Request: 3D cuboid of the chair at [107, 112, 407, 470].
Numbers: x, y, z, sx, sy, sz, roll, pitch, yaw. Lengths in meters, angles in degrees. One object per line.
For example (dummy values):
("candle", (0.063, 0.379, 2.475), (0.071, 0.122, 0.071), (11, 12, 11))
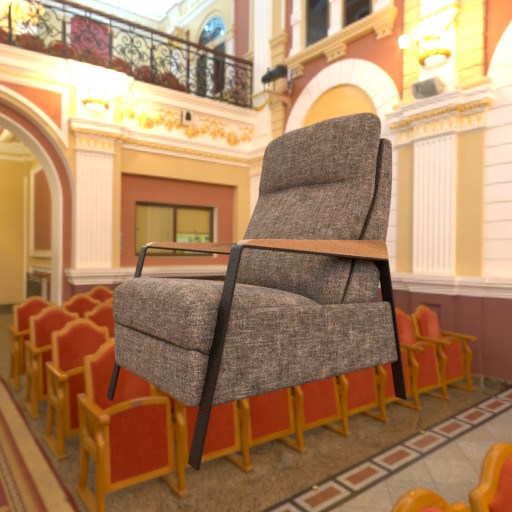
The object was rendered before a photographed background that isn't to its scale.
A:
("chair", (0.000, 0.000, 1.610), (0.868, 1.042, 0.671), (-1, 1, -37))
